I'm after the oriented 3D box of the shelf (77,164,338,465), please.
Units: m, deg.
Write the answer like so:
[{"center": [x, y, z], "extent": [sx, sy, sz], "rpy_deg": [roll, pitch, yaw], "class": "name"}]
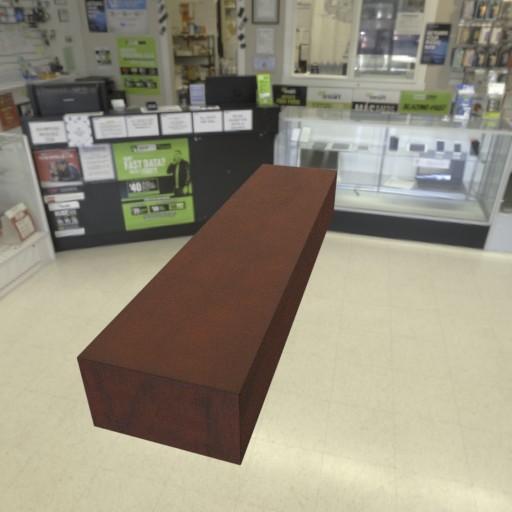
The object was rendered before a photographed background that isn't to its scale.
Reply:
[{"center": [0.000, 0.000, 0.651], "extent": [0.152, 0.088, 0.607], "rpy_deg": [8, 30, 15], "class": "shelf"}]
